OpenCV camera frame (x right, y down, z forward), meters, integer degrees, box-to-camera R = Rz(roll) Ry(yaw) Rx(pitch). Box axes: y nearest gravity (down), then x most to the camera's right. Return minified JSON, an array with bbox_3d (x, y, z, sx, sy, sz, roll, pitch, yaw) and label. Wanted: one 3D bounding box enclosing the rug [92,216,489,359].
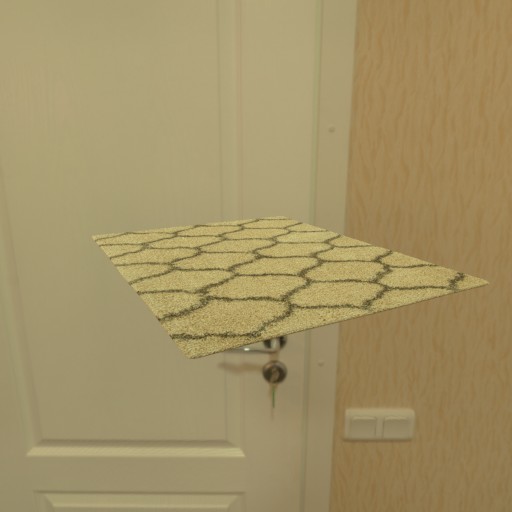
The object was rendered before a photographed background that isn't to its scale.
[{"bbox_3d":[0.000,0.000,4.043,2.399,0.026,3.000,-8,18,-27],"label":"rug"}]
